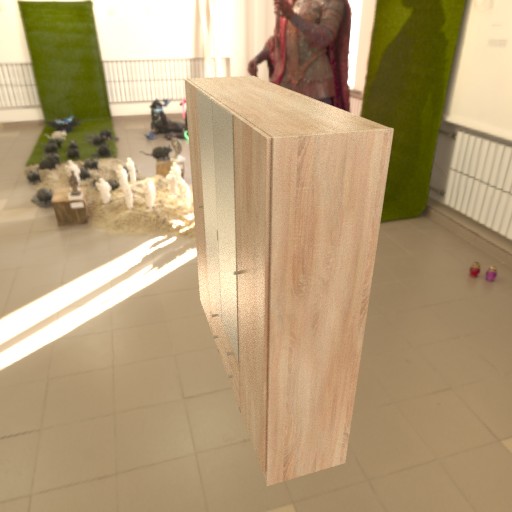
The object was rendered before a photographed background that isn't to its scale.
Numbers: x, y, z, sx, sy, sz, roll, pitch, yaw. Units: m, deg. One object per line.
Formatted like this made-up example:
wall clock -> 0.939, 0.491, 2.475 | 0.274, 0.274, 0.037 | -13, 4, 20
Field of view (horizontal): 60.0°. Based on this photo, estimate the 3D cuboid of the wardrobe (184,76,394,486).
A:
wardrobe -> 0.000, 0.000, 3.152 | 0.598, 2.159, 1.998 | -9, 30, -15
